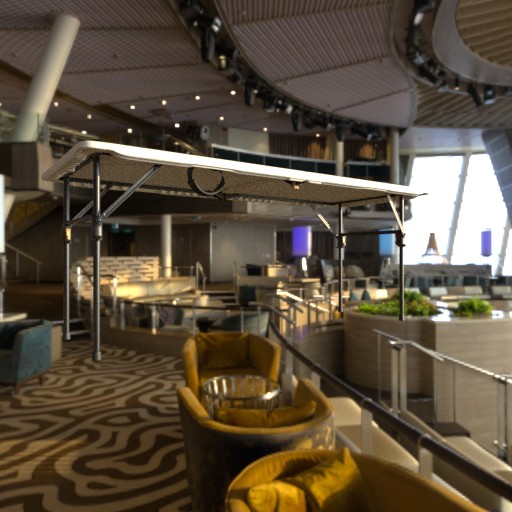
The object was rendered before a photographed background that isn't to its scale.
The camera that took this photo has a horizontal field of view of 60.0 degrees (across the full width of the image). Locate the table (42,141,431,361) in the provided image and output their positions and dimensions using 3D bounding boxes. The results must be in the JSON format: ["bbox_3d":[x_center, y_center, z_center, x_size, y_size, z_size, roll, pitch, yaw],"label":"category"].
[{"bbox_3d":[0.000,0.000,2.190,1.829,0.719,0.761,0,0,-35],"label":"table"}]
